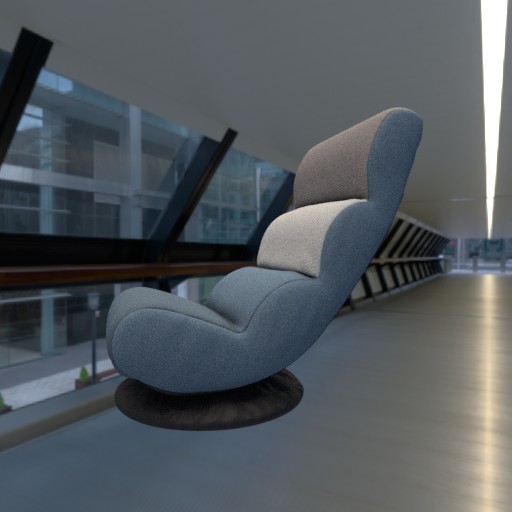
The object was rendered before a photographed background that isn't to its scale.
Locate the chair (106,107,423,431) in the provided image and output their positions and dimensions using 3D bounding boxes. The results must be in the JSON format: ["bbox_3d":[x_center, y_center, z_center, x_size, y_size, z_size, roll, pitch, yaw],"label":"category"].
[{"bbox_3d":[0.000,0.000,1.030,0.661,0.641,0.420,0,1,-18],"label":"chair"}]
